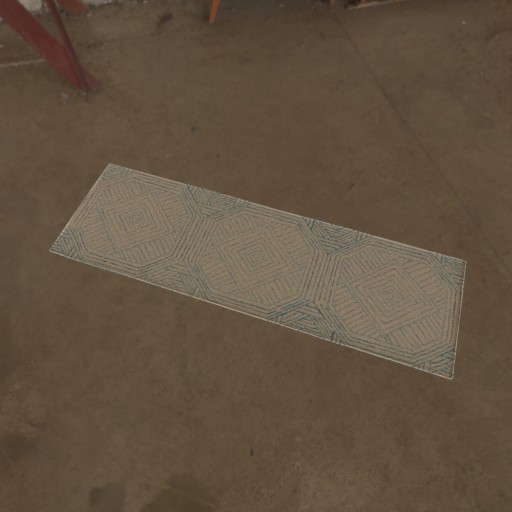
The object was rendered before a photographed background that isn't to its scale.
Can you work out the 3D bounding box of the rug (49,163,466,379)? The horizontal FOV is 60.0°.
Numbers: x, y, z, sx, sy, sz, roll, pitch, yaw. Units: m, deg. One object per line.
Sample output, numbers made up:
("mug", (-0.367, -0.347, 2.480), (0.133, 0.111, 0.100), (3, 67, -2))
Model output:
("rug", (0.000, 0.000, 2.728), (2.452, 0.012, 0.775), (16, 60, 10))
